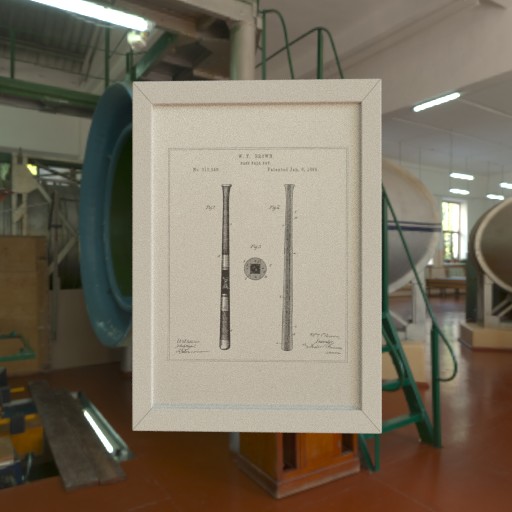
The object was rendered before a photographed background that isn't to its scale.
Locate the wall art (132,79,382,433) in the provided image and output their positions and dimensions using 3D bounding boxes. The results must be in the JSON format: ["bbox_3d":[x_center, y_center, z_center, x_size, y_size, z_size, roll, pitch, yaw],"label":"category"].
[{"bbox_3d":[0.000,0.000,0.671,0.374,0.529,0.012,0,0,2],"label":"wall art"}]
